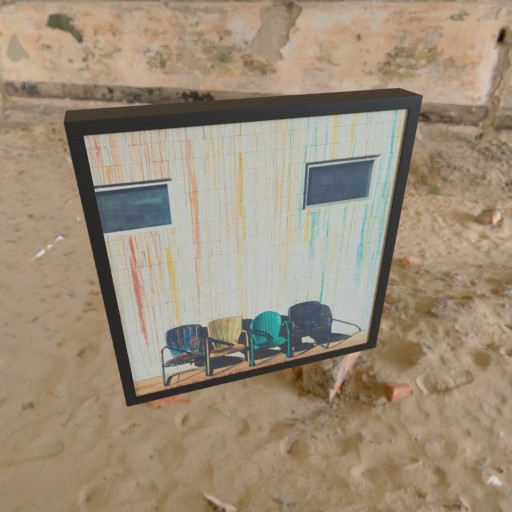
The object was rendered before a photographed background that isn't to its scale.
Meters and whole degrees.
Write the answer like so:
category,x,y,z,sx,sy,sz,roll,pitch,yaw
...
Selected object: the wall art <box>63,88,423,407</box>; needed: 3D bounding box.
category,x,y,z,sx,sy,sz,roll,pitch,yaw
wall art,0.000,0.000,0.453,0.304,0.304,0.038,-9,33,-15
